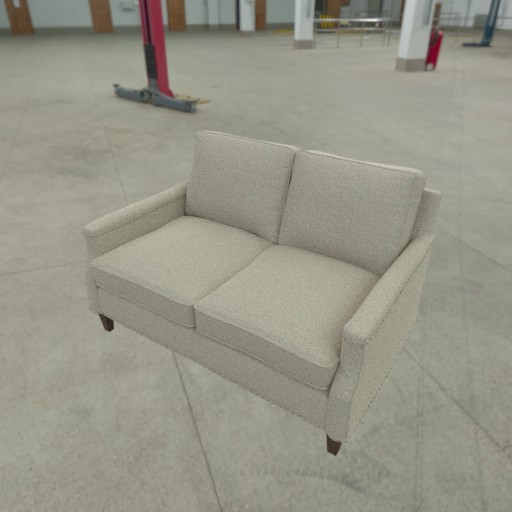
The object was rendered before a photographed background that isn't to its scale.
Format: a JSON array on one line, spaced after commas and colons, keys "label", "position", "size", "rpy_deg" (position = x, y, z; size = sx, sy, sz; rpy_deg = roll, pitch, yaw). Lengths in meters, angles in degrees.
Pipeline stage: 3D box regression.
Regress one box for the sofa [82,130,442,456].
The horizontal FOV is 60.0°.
[{"label": "sofa", "position": [0.000, 0.000, 2.338], "size": [1.597, 1.003, 1.084], "rpy_deg": [19, 35, 29]}]
